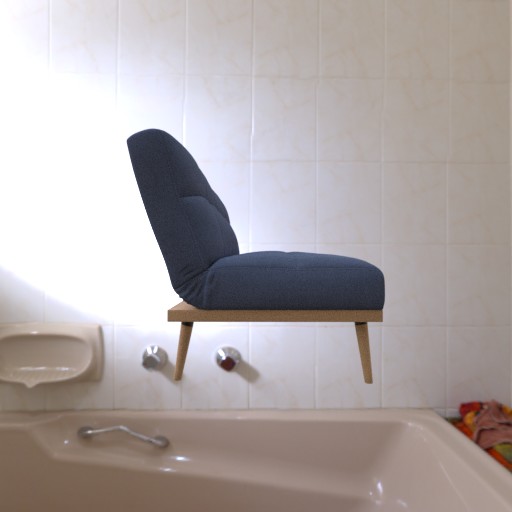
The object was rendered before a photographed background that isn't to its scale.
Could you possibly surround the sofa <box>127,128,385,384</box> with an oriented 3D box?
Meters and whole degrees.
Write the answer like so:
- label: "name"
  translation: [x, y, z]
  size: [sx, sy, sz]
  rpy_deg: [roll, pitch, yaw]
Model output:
- label: "sofa"
  translation: [0.000, 0.000, 2.225]
  size: [0.796, 0.800, 1.800]
  rpy_deg: [0, 0, 0]
